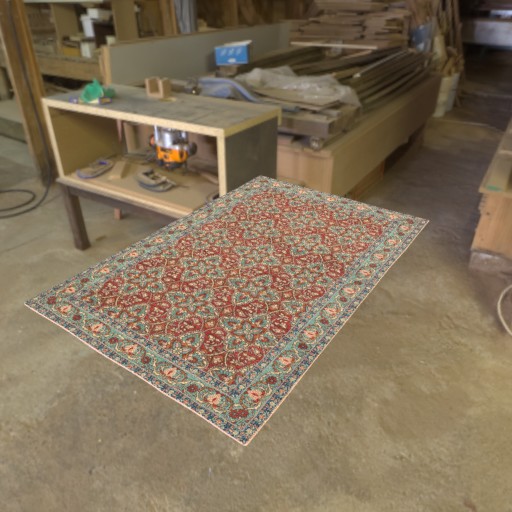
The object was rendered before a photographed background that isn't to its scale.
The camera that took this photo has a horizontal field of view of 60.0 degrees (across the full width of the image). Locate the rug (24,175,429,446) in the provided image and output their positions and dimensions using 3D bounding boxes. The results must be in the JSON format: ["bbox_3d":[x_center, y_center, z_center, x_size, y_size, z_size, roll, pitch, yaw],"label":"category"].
[{"bbox_3d":[0.000,0.000,2.285,1.219,0.009,1.829,21,38,29],"label":"rug"}]
